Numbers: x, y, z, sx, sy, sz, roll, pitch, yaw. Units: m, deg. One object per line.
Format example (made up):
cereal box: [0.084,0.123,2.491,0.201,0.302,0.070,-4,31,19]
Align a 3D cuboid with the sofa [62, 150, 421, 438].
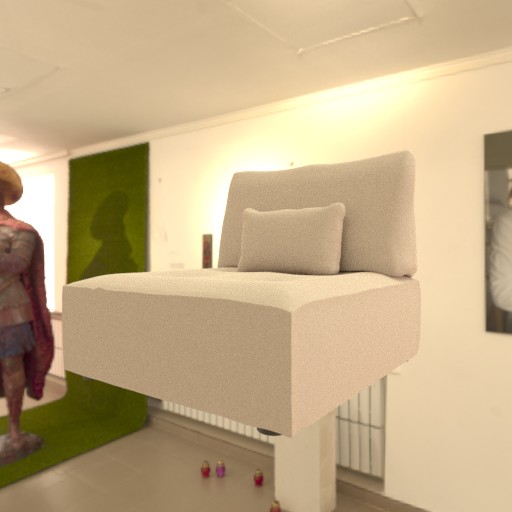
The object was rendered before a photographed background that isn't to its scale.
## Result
sofa: [0.000,0.000,1.651,0.935,0.828,1.000,1,1,36]
